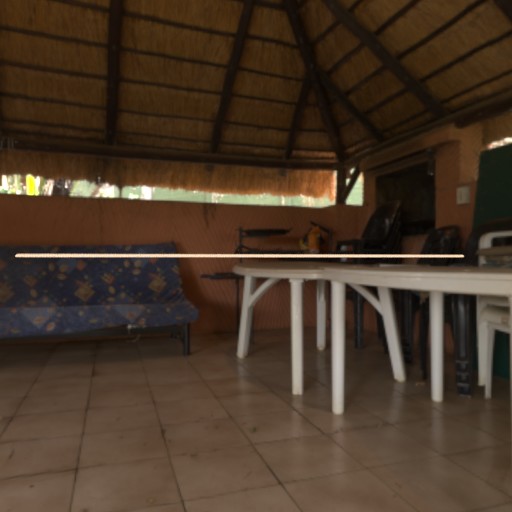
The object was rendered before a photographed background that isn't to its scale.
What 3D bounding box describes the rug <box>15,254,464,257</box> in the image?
[{"bbox_3d":[0.000,0.000,2.468,2.276,0.014,0.678,0,0,-19],"label":"rug"}]
